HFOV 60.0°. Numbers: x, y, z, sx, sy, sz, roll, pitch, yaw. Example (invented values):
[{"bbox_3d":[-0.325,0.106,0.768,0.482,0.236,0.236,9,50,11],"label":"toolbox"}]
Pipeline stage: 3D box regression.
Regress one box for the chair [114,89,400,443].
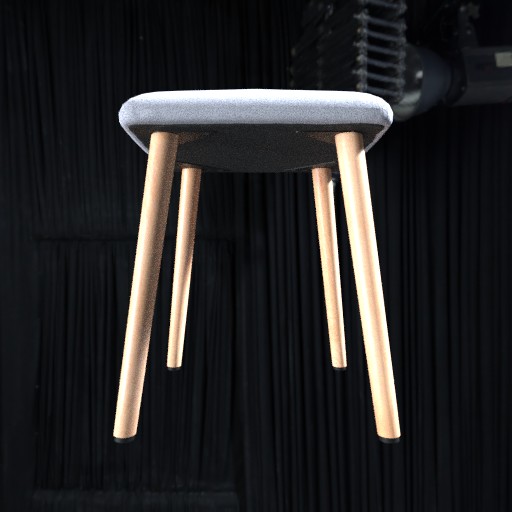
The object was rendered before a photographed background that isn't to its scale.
[{"bbox_3d":[0.000,0.000,0.691,0.350,0.440,0.350,0,1,0],"label":"chair"}]
